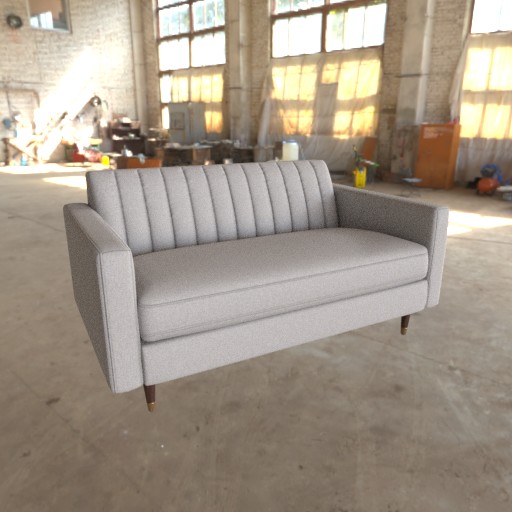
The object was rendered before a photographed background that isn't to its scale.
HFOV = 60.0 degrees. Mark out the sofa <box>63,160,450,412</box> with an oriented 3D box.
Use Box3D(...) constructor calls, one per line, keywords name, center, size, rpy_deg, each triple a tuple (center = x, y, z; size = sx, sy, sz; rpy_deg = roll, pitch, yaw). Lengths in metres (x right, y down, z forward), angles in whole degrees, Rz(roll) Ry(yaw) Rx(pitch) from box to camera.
Box3D(name="sofa", center=(0.000, 0.000, 2.137), size=(1.585, 0.801, 0.950), rpy_deg=(-9, 19, -27))
